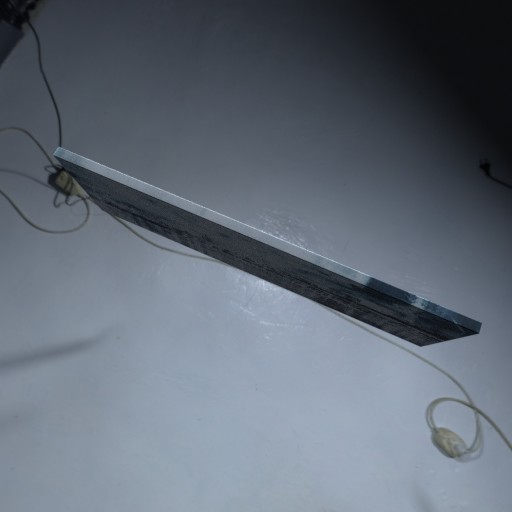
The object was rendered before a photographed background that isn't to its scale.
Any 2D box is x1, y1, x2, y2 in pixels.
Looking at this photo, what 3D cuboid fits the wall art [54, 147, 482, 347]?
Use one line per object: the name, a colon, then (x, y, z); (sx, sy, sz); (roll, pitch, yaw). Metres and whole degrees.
wall art: (0.000, 0.000, 1.702); (1.524, 0.509, 0.037); (23, 75, 6)
